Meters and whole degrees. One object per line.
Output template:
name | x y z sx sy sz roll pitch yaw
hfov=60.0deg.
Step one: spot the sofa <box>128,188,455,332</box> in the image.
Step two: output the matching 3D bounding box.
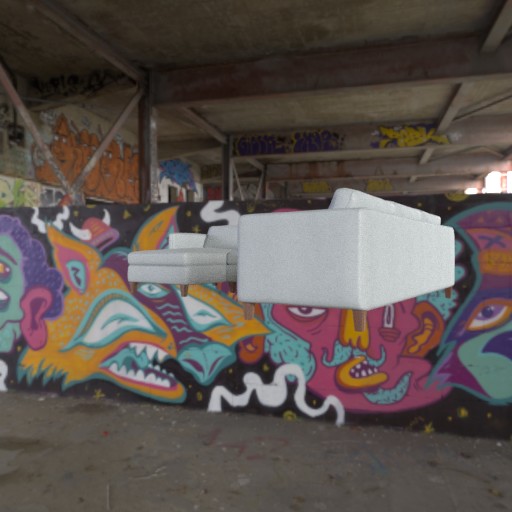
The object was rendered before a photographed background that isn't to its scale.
sofa | 0.000 0.000 4.413 3.238 0.853 2.551 0 0 35
